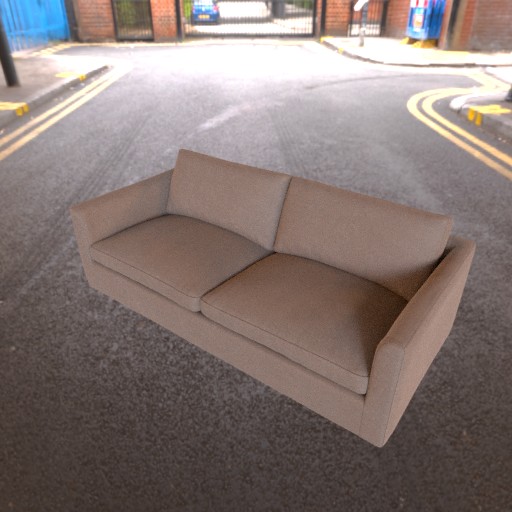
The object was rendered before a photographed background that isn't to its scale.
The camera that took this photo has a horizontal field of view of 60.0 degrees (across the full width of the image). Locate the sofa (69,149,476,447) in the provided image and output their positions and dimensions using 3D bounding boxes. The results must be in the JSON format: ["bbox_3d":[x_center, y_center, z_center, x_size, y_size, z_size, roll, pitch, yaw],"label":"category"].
[{"bbox_3d":[0.000,0.000,2.757,2.588,0.838,1.090,21,36,31],"label":"sofa"}]
